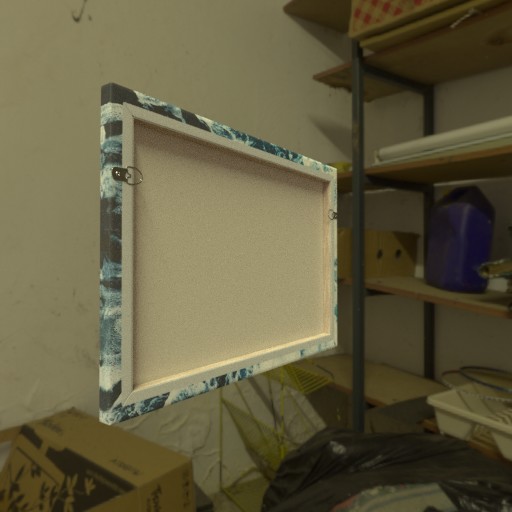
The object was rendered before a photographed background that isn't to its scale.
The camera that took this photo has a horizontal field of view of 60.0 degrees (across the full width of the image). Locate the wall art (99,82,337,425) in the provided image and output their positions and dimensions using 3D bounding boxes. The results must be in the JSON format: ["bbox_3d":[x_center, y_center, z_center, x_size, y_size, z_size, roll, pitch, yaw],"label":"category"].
[{"bbox_3d":[0.000,0.000,1.934,0.055,1.017,1.524,-1,-1,36],"label":"wall art"}]
